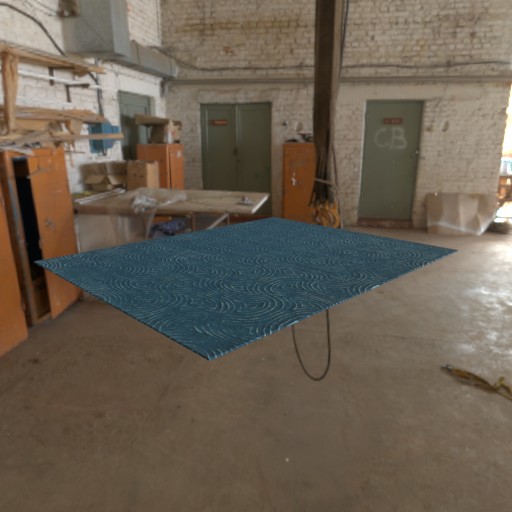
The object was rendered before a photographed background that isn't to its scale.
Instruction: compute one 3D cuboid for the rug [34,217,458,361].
[{"bbox_3d":[0.000,0.000,4.050,3.033,0.012,2.432,-15,21,-42],"label":"rug"}]
